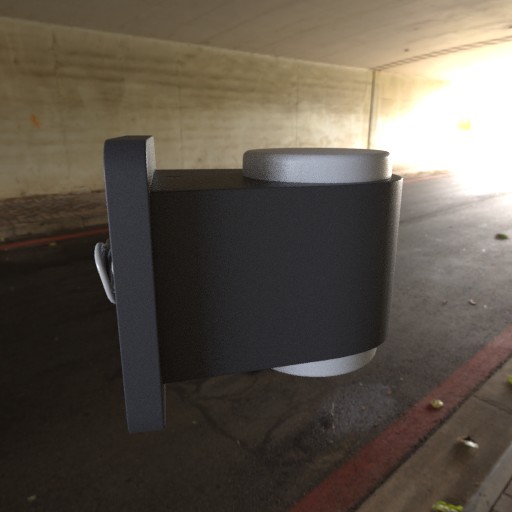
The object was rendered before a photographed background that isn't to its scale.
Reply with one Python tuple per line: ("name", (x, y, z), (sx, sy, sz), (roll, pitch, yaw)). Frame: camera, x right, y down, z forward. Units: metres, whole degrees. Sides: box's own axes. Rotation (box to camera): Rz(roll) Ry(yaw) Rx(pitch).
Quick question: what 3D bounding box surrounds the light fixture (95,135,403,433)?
("light fixture", (0.000, 0.000, 0.209), (0.132, 0.109, 0.109), (-3, 16, -11))
